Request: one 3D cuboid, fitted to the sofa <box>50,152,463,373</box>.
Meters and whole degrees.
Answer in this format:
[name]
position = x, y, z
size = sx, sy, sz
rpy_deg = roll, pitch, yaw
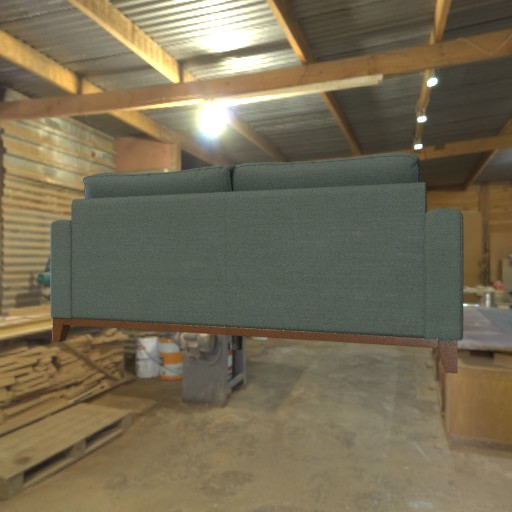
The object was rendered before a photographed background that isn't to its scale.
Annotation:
[sofa]
position = 0.000, 0.000, 2.339
size = 1.900, 0.865, 0.877
rpy_deg = 0, 0, 19
